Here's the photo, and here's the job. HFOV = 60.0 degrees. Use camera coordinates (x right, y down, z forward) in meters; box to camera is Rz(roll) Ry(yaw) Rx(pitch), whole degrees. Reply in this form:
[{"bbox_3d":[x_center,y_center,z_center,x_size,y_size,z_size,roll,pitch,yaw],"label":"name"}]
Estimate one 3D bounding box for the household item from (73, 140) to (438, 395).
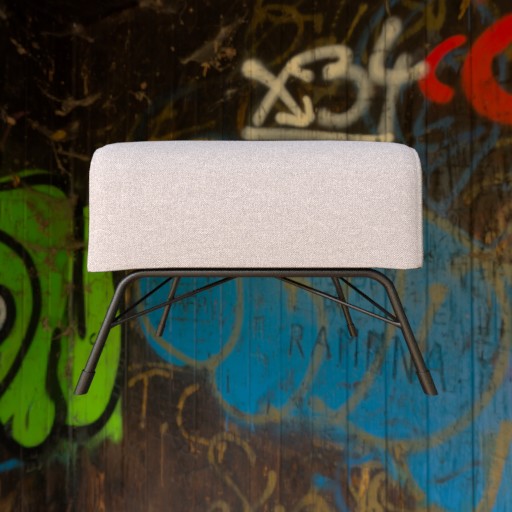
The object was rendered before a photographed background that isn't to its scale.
[{"bbox_3d":[0.000,0.000,0.905,0.530,0.410,0.530,0,-1,0],"label":"household item"}]
